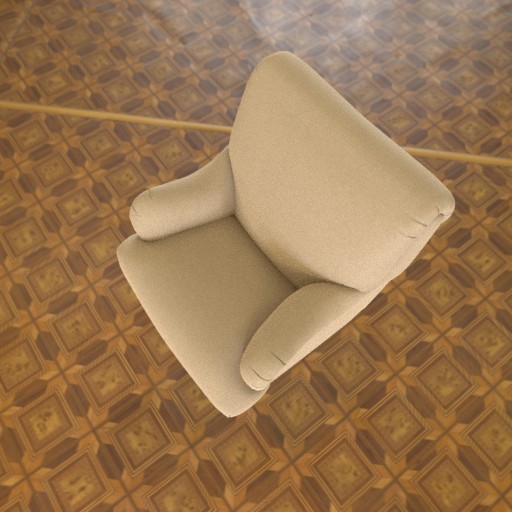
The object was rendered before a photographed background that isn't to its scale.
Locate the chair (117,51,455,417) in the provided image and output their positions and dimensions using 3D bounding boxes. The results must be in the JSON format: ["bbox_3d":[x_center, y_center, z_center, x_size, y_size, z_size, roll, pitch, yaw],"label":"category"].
[{"bbox_3d":[0.000,0.000,1.568,0.842,0.942,0.766,-34,69,-15],"label":"chair"}]
